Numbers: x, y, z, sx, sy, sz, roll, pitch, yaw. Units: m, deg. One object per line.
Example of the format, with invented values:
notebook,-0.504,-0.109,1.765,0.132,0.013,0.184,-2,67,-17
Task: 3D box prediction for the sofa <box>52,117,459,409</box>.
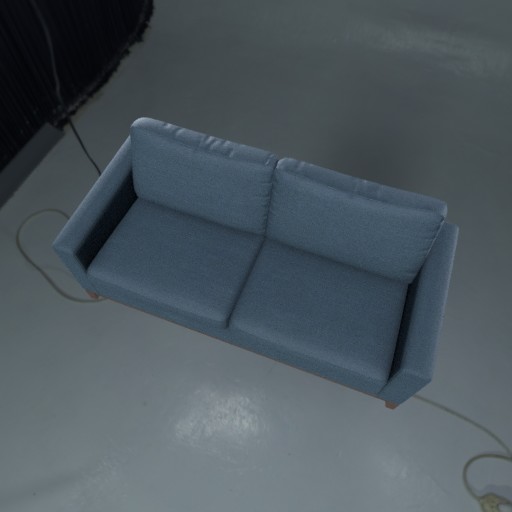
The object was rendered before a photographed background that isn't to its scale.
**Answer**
sofa,0.000,0.000,2.365,1.900,0.865,0.877,18,62,10
